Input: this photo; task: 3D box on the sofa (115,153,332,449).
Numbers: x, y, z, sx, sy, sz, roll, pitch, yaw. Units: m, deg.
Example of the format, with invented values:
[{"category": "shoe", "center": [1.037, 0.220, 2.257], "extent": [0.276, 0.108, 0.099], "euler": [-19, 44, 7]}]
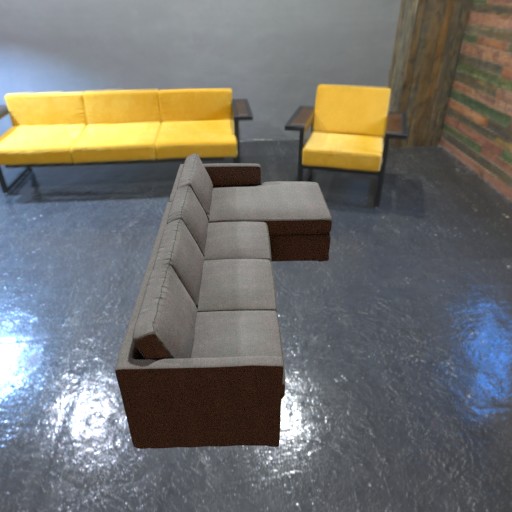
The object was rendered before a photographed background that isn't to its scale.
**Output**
[{"category": "sofa", "center": [0.000, 0.000, 3.915], "extent": [1.650, 0.922, 3.205], "euler": [-1, 32, -2]}]
